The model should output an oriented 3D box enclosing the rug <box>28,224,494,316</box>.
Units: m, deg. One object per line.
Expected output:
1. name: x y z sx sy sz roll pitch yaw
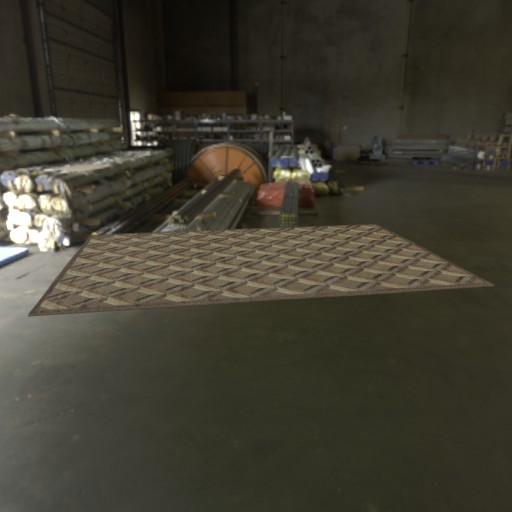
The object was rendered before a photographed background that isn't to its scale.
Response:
1. rug: 0.000 0.000 2.062 1.677 0.011 1.066 -3 17 -9
